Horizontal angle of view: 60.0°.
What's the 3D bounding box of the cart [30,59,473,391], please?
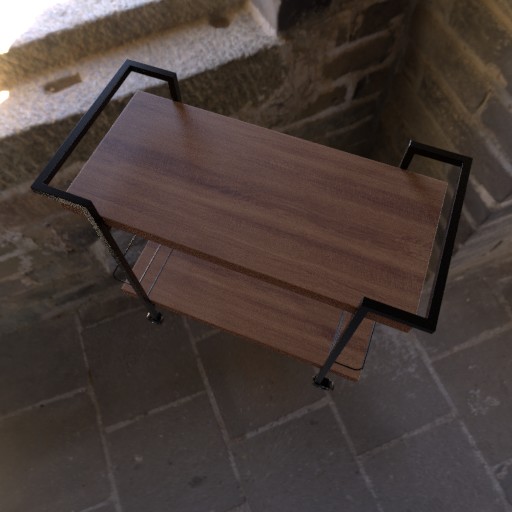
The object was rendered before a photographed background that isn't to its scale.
[{"bbox_3d":[0.000,0.000,1.236,0.806,0.762,0.406,19,65,9],"label":"cart"}]
